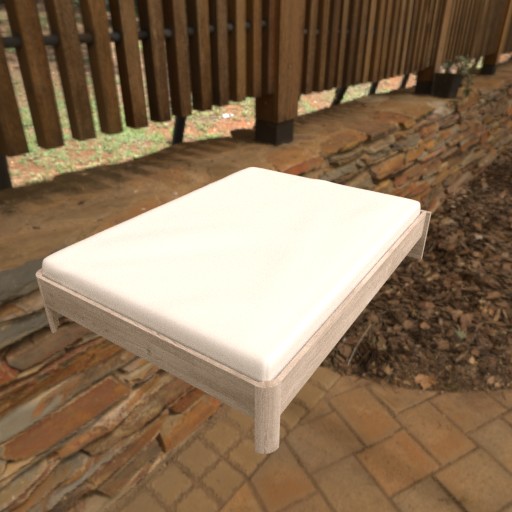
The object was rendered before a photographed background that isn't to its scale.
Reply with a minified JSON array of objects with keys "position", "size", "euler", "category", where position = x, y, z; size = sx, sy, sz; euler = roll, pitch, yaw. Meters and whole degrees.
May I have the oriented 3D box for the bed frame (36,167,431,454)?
[{"position":[0.000,0.000,2.653],"size":[1.490,0.462,1.950],"euler":[18,33,29],"category":"bed frame"}]
